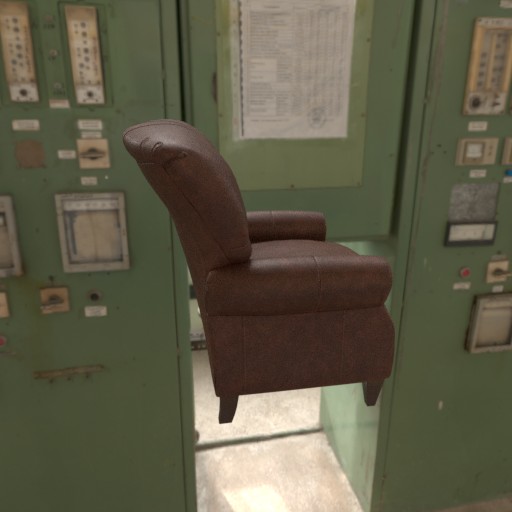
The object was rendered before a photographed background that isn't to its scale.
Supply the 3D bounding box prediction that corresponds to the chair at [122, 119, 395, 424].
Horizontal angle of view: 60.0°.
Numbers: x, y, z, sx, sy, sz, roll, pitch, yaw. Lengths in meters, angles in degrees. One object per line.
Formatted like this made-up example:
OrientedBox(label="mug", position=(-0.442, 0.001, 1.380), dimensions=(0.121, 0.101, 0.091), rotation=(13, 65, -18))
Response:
OrientedBox(label="chair", position=(0.000, 0.000, 1.977), dimensions=(1.031, 1.162, 0.979), rotation=(-3, 19, -9))
